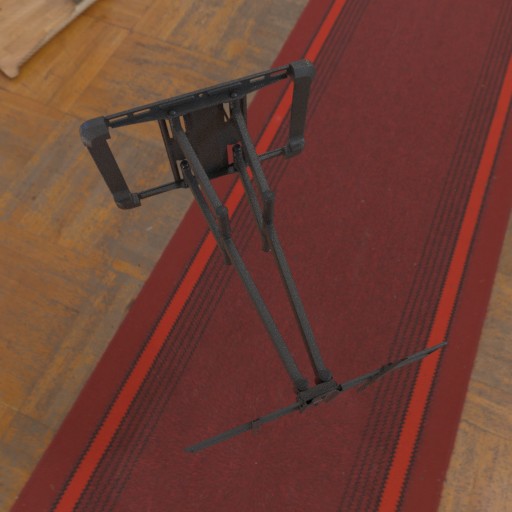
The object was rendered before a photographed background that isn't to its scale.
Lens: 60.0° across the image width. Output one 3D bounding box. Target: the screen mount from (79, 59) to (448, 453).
[{"bbox_3d":[0.000,0.000,1.319,0.725,0.483,0.905,-19,66,-9],"label":"screen mount"}]
